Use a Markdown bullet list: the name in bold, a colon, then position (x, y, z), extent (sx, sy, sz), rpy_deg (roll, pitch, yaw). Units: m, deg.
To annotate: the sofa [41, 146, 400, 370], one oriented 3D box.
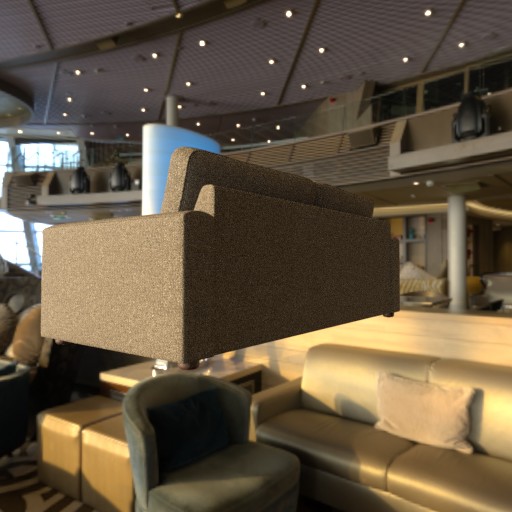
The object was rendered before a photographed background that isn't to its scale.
- **sofa**: position (0.000, 0.000, 2.698), extent (1.016, 0.873, 2.179), rpy_deg (-1, -1, 37)
